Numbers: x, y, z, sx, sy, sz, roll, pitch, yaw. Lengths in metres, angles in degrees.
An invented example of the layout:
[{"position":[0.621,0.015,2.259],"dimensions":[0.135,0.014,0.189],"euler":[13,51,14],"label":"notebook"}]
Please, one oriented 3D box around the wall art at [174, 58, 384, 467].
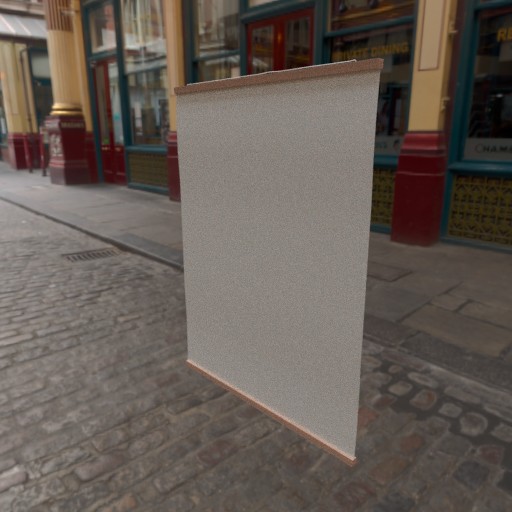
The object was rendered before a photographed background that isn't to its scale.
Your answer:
[{"position":[0.000,0.000,1.320],"dimensions":[0.020,1.013,0.758],"euler":[-14,20,-42],"label":"wall art"}]
